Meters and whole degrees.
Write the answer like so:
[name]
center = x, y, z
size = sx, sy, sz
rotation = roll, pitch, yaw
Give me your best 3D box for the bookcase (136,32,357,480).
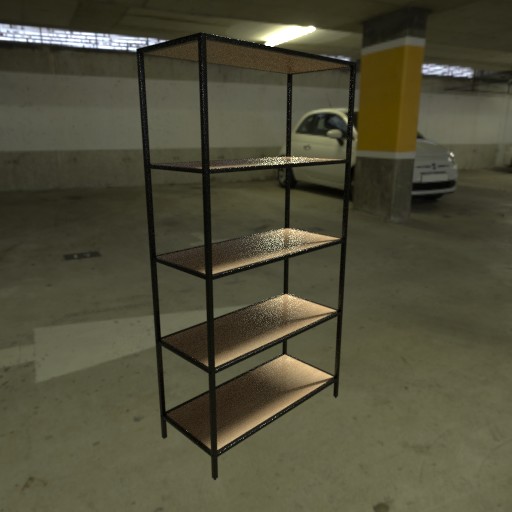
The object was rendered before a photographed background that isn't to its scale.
[bookcase]
center = 0.000, 0.000, 1.803
size = 0.770, 1.500, 0.350
rotation = -15, 21, -43
